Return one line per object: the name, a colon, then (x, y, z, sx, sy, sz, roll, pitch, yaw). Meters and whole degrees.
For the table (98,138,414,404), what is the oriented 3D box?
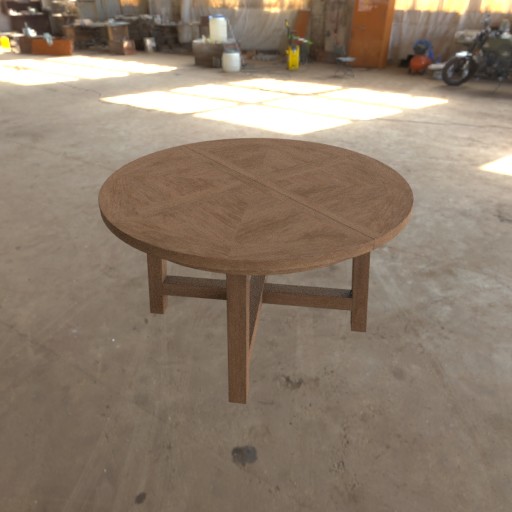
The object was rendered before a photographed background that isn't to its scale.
table: (0.000, 0.000, 2.133, 1.319, 0.762, 1.319, 0, 31, 0)
